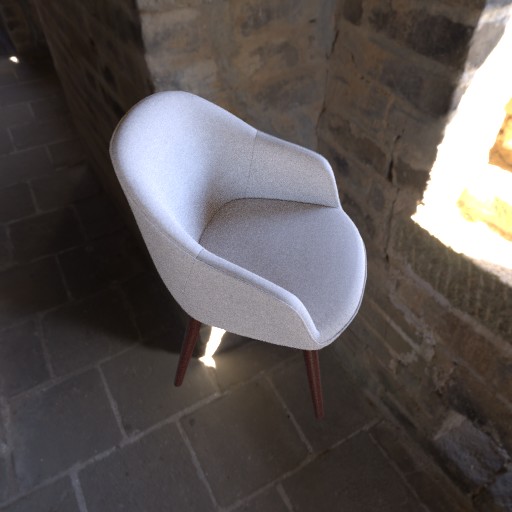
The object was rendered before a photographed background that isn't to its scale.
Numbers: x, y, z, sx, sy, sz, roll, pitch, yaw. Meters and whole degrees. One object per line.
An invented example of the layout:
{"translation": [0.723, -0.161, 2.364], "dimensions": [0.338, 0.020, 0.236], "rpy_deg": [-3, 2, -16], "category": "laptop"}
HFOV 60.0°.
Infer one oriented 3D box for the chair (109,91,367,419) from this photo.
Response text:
{"translation": [0.000, 0.000, 1.286], "dimensions": [0.635, 0.823, 0.596], "rpy_deg": [10, 45, 10], "category": "chair"}
